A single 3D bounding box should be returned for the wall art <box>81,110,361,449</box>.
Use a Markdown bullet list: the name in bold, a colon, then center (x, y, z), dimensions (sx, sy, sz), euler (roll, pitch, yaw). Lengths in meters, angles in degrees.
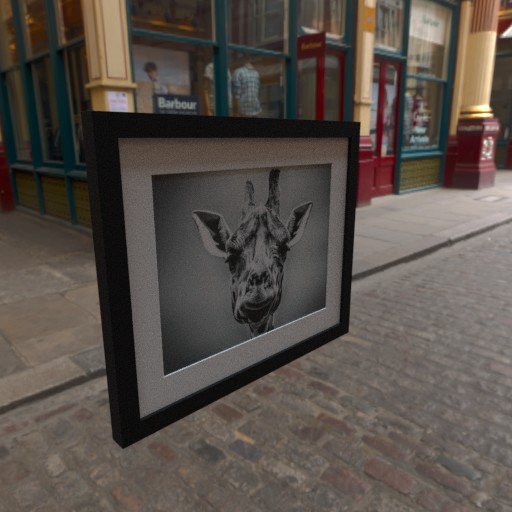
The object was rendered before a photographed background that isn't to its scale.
- **wall art**: center (0.000, 0.000, 0.768), dimensions (0.558, 0.457, 0.031), euler (-14, 21, -42)
